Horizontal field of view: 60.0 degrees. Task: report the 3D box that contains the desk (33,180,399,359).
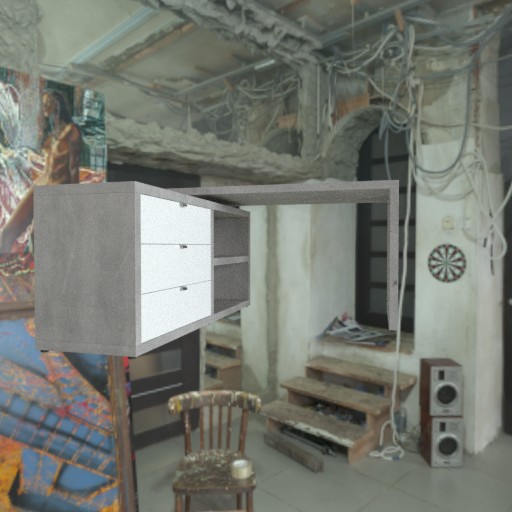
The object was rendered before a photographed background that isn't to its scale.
[{"bbox_3d":[0.000,0.000,2.284,1.400,0.740,1.500,0,1,16],"label":"desk"}]
